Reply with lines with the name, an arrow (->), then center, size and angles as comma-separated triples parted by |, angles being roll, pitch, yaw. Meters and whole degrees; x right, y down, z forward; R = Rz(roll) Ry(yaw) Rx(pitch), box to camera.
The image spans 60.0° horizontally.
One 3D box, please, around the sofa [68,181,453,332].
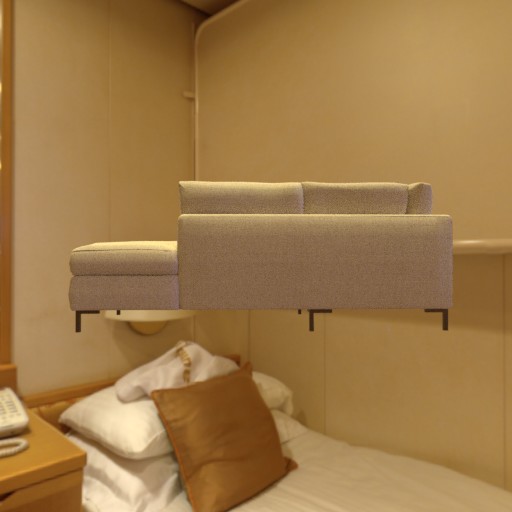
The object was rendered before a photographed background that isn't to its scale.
sofa -> 0.000, 0.000, 3.483 | 1.879, 0.756, 2.737 | 0, 0, -1
